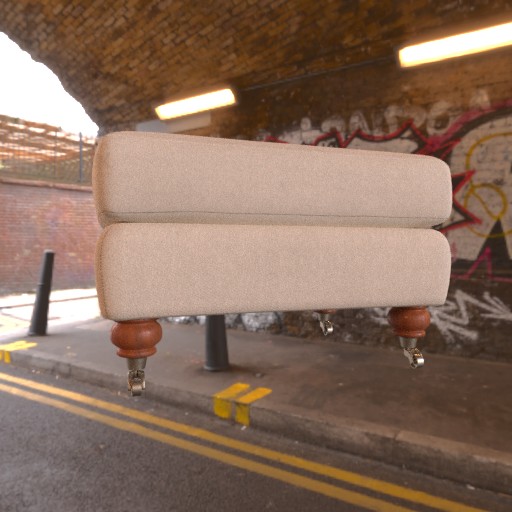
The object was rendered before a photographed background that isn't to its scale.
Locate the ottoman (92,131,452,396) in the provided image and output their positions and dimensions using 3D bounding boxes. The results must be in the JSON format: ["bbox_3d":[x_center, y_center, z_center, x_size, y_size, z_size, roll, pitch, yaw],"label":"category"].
[{"bbox_3d":[0.000,0.000,1.126,0.773,0.499,0.569,0,0,-19],"label":"ottoman"}]
